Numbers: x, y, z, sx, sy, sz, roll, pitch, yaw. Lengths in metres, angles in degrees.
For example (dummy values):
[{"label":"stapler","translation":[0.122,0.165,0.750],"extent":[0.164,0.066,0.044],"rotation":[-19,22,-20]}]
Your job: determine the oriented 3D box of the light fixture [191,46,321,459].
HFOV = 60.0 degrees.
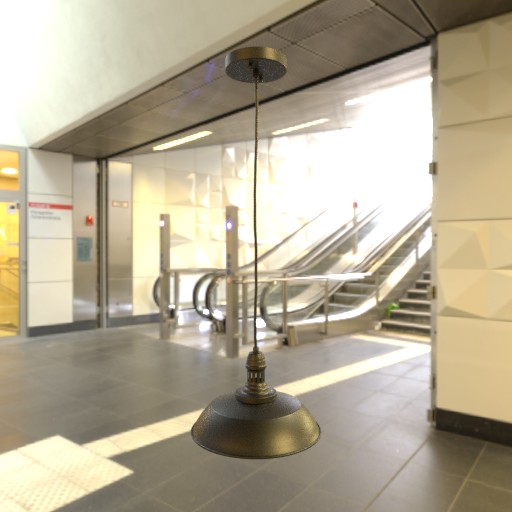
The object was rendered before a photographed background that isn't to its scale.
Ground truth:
[{"label":"light fixture","translation":[0.000,0.000,1.131],"extent":[0.331,0.993,0.331],"rotation":[0,0,18]}]
